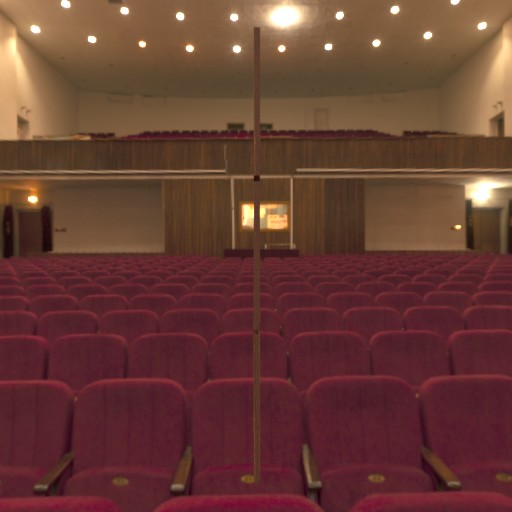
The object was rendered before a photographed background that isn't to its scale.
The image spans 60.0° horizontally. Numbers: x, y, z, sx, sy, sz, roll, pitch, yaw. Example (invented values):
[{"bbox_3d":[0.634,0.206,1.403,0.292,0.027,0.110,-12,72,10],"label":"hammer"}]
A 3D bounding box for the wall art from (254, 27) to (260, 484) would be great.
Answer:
[{"bbox_3d":[0.000,0.000,1.344,0.013,0.914,0.915,0,0,0],"label":"wall art"}]
